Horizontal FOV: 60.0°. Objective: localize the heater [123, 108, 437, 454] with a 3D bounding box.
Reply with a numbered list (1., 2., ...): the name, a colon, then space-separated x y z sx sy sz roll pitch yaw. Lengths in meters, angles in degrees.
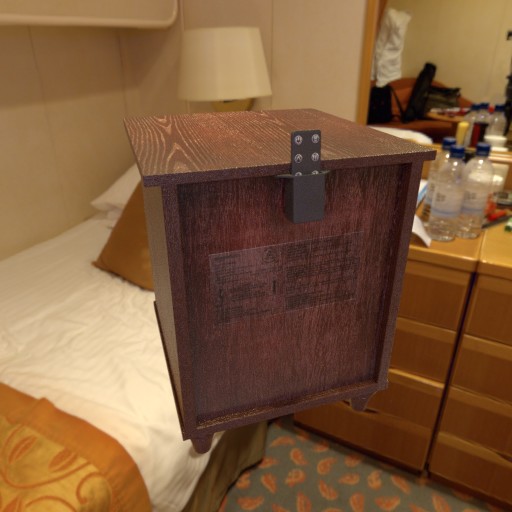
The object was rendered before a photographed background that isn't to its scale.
1. heater: 0.000 0.000 0.749 0.362 0.481 0.400 -8 28 -16
